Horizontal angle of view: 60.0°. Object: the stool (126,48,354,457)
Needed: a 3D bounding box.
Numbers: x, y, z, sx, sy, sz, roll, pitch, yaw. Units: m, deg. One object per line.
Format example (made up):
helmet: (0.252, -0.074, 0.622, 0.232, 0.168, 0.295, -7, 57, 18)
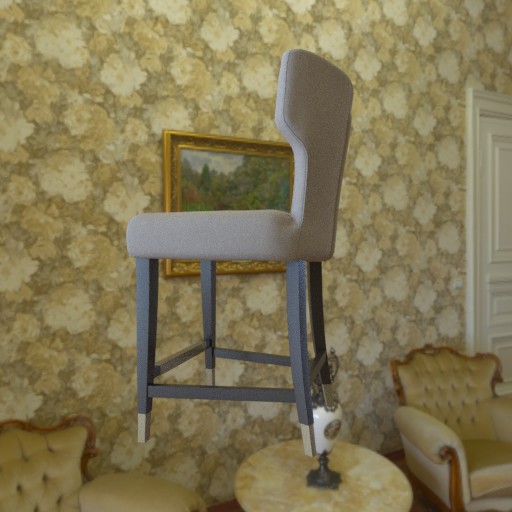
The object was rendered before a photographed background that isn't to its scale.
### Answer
stool: (0.000, 0.000, 1.320, 0.563, 0.982, 0.527, 0, 1, 17)
